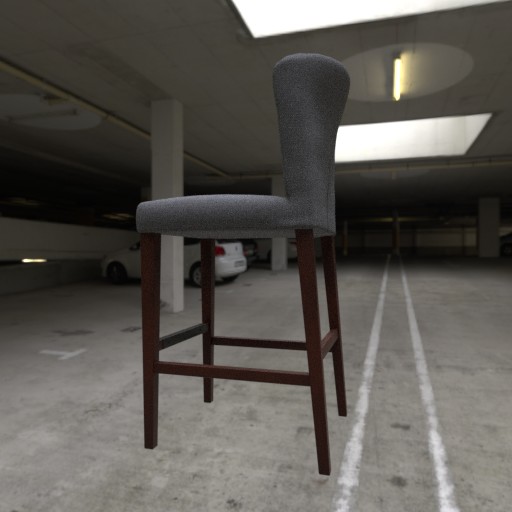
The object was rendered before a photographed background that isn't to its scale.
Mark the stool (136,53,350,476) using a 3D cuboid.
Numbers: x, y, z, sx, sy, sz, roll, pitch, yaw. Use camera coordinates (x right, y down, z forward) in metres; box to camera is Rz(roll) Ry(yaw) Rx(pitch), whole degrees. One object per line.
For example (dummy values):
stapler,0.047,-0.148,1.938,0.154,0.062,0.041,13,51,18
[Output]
stool,0.000,0.000,1.364,0.568,1.069,0.486,0,0,17
